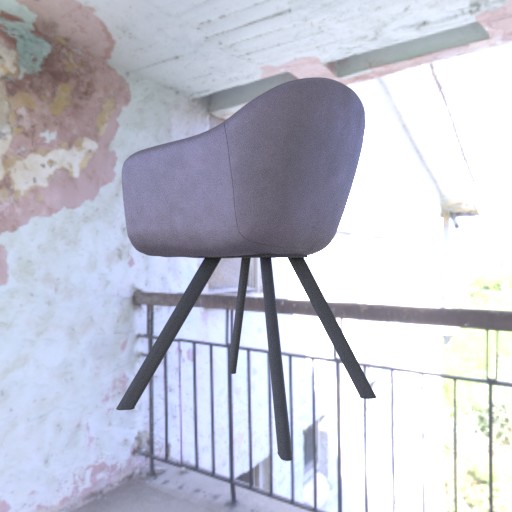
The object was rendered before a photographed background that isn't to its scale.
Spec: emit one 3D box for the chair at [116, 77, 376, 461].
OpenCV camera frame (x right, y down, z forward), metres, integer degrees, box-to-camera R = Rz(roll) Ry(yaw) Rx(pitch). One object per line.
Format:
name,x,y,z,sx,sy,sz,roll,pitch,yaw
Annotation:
chair,0.000,0.000,1.173,0.544,0.781,0.567,0,0,35
